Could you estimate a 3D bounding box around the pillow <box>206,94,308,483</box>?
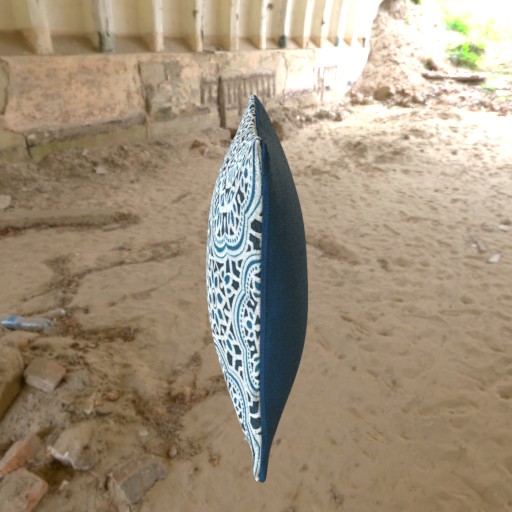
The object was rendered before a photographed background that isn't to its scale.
[{"bbox_3d":[0.000,0.000,0.655,0.145,0.420,0.440,0,26,-1],"label":"pillow"}]
